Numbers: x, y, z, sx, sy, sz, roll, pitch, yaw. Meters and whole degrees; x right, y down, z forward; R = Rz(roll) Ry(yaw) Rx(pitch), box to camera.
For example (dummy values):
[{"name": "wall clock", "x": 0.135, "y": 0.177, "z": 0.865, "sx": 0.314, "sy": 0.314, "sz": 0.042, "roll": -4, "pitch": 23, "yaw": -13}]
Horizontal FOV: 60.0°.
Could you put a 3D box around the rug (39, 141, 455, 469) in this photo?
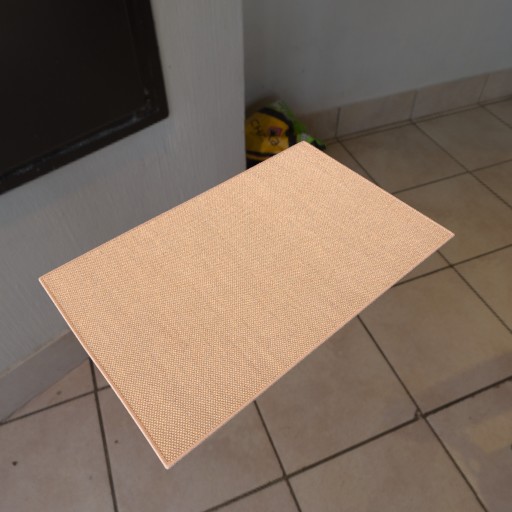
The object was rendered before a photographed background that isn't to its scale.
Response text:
[{"name": "rug", "x": 0.000, "y": 0.000, "z": 2.087, "sx": 1.676, "sy": 0.013, "sz": 1.067, "roll": -32, "pitch": 56, "yaw": -26}]
